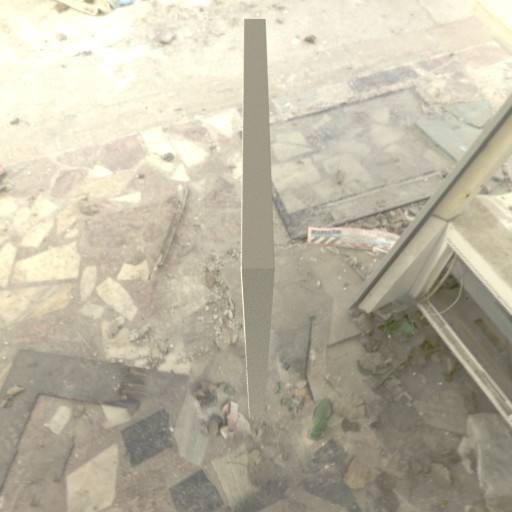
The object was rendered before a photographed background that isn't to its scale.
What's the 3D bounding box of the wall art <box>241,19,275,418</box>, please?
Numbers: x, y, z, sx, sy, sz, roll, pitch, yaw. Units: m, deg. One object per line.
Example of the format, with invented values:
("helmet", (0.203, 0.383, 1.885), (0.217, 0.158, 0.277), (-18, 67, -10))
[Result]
("wall art", (0.000, 0.000, 0.961), (0.039, 0.753, 0.511), (0, 58, 0))
